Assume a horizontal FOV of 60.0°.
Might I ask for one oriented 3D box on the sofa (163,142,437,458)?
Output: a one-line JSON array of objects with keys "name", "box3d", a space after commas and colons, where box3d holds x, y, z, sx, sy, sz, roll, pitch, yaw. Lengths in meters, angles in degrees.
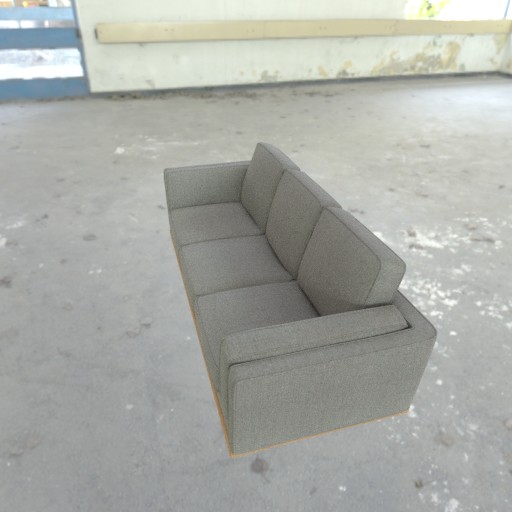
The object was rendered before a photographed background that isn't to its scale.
[{"name": "sofa", "box3d": [0.000, 0.000, 2.749, 0.903, 0.899, 2.362, -8, 31, -14]}]
